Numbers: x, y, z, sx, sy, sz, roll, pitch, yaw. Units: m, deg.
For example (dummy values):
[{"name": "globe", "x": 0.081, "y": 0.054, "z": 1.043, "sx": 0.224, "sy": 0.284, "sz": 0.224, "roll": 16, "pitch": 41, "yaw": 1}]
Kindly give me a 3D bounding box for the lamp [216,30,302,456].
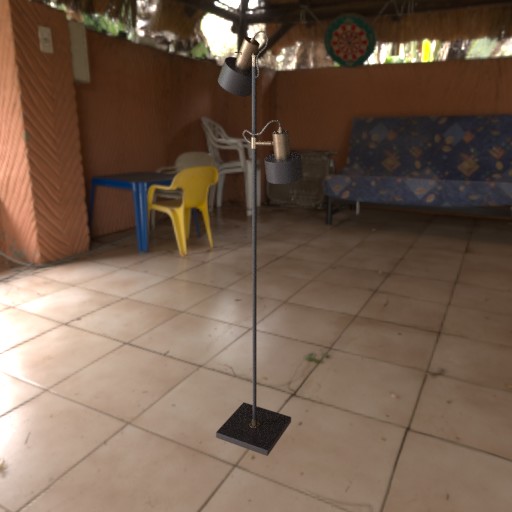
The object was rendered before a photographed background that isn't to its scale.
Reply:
[{"name": "lamp", "x": 0.000, "y": 0.000, "z": 1.633, "sx": 0.315, "sy": 1.505, "sz": 0.233, "roll": 8, "pitch": 18, "yaw": 26}]
